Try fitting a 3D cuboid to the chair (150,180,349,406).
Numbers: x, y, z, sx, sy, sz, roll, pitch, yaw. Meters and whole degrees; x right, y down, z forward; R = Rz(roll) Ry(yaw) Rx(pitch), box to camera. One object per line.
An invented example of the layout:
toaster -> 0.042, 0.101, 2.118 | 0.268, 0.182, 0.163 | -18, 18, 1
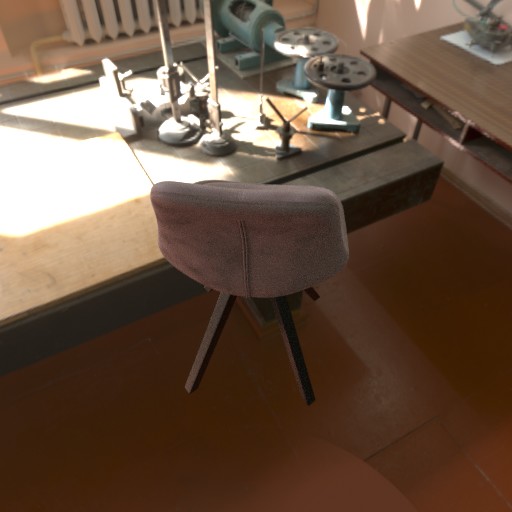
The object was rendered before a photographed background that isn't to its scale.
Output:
chair -> 0.000, 0.000, 1.223 | 0.483, 0.865, 0.547 | 4, 47, 4
